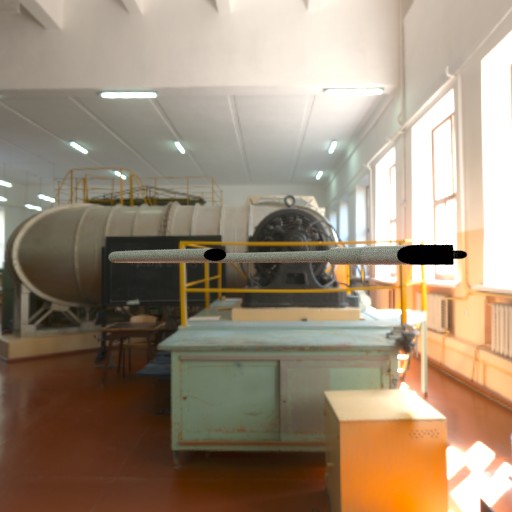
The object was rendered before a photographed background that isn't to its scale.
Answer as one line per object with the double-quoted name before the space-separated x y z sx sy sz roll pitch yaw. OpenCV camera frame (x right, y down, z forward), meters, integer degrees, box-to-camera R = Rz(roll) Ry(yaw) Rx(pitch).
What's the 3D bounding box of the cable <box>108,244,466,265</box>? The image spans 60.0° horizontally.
"cable" 0.000 0.000 0.111 0.098 0.005 0.041 -1 -2 36
